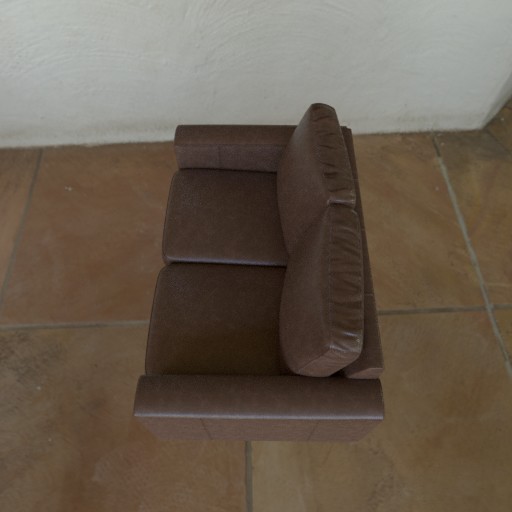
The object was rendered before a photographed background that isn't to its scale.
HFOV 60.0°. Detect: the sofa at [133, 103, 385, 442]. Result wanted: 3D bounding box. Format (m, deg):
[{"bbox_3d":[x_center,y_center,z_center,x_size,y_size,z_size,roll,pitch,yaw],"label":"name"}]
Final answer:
[{"bbox_3d":[0.000,0.000,2.220,1.016,0.873,1.616,1,59,0],"label":"sofa"}]
